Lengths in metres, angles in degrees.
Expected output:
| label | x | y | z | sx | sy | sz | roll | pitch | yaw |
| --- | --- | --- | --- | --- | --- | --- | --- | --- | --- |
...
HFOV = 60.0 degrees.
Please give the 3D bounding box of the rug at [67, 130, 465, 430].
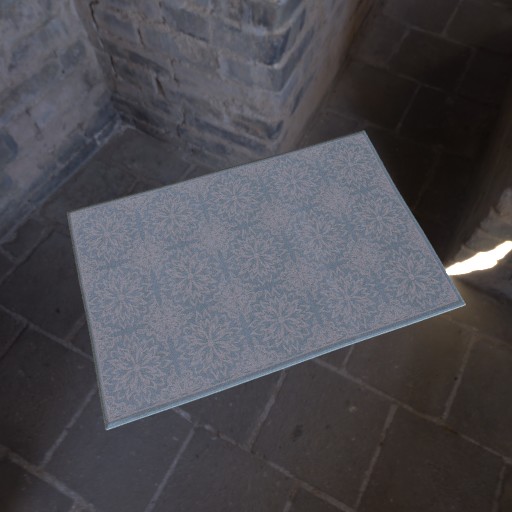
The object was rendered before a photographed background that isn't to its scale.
| label | x | y | z | sx | sy | sz | roll | pitch | yaw |
| --- | --- | --- | --- | --- | --- | --- | --- | --- | --- |
| rug | 0.000 | 0.000 | 3.546 | 2.746 | 0.018 | 1.819 | -17 | 65 | -8 |
